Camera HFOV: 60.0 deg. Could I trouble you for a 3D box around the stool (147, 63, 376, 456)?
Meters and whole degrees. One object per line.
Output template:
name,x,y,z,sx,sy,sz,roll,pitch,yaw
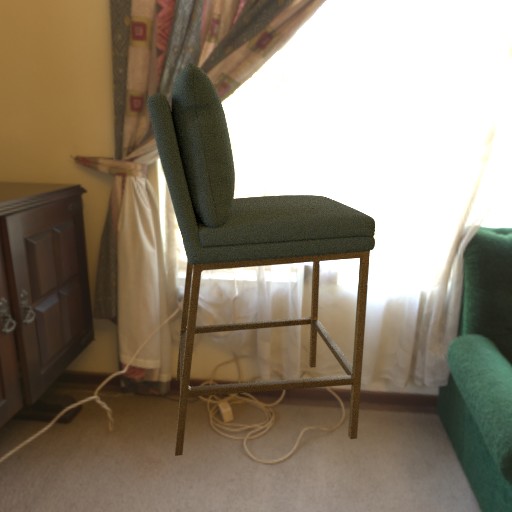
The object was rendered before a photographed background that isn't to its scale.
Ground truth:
stool,0.000,0.000,1.354,0.568,1.032,0.463,-3,16,-9
